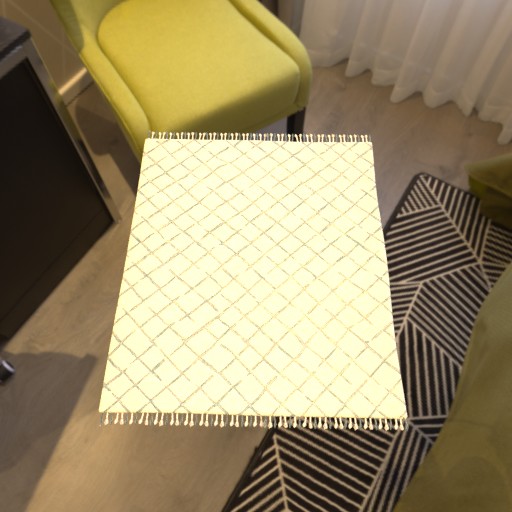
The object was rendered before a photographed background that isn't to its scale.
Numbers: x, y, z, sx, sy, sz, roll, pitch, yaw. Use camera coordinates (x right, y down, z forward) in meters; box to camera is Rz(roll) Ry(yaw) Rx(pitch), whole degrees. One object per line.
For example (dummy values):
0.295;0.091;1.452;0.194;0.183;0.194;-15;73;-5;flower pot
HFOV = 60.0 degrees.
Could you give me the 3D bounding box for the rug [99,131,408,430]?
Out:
0.000;0.000;4.906;2.892;0.036;3.585;1;63;0;rug
